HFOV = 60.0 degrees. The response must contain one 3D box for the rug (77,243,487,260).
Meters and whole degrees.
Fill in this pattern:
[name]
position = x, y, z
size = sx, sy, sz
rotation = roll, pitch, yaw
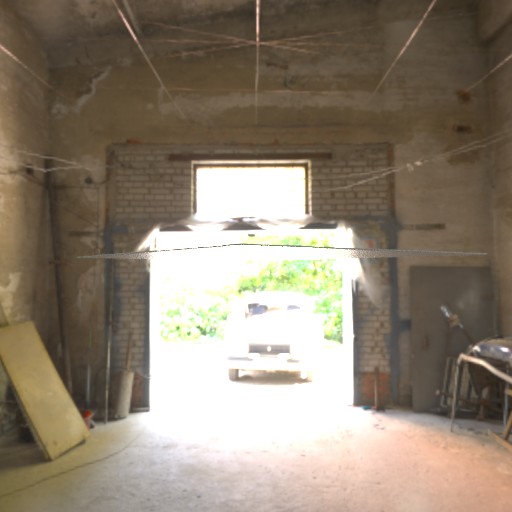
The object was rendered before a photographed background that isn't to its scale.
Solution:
[rug]
position = 0.000, 0.000, 4.134
size = 2.451, 0.011, 3.072
rotation = 1, -2, -36
